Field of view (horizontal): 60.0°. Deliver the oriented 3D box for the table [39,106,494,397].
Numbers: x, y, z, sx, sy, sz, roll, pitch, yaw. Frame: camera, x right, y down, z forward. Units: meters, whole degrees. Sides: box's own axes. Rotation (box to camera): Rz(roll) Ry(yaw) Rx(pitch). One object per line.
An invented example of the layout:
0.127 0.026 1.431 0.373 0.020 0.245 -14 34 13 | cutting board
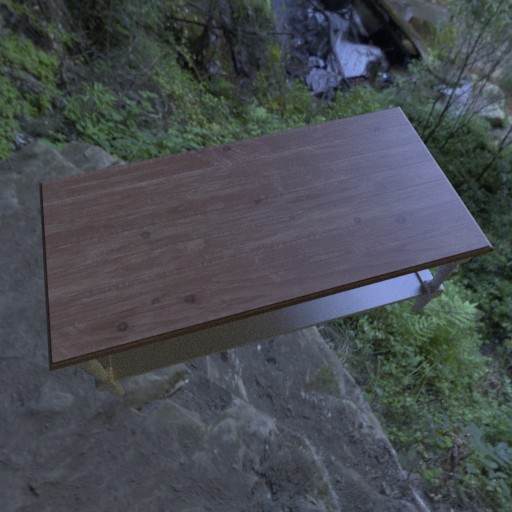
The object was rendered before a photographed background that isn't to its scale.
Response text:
0.000 0.000 1.385 1.118 0.458 0.559 -14 60 -8 | table
